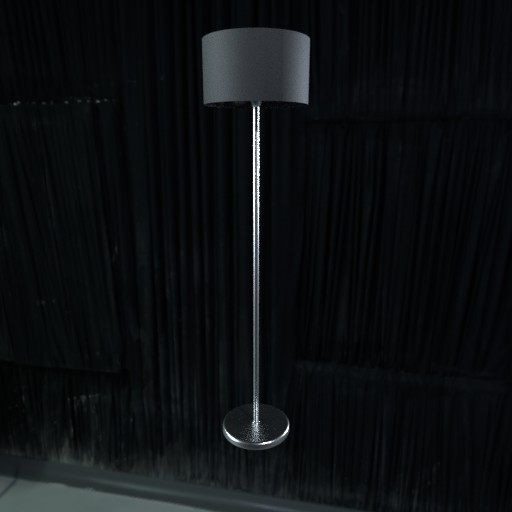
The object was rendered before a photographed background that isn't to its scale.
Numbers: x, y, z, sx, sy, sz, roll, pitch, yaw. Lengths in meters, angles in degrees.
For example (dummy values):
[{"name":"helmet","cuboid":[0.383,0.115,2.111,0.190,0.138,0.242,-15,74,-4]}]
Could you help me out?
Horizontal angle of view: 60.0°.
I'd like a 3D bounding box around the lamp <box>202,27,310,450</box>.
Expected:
[{"name":"lamp","cuboid":[0.000,0.000,1.620,0.348,1.443,0.348,2,15,9]}]
